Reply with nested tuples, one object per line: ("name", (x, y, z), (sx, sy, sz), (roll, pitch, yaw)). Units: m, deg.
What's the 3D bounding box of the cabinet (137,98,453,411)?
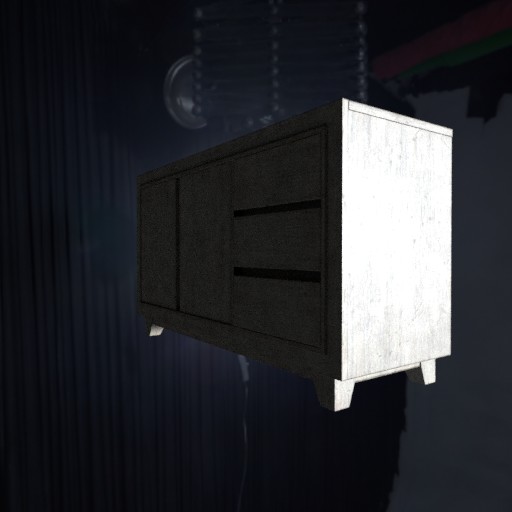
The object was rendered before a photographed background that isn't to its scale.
("cabinet", (0.000, 0.000, 1.875), (0.511, 0.825, 1.460), (0, 1, -35))
